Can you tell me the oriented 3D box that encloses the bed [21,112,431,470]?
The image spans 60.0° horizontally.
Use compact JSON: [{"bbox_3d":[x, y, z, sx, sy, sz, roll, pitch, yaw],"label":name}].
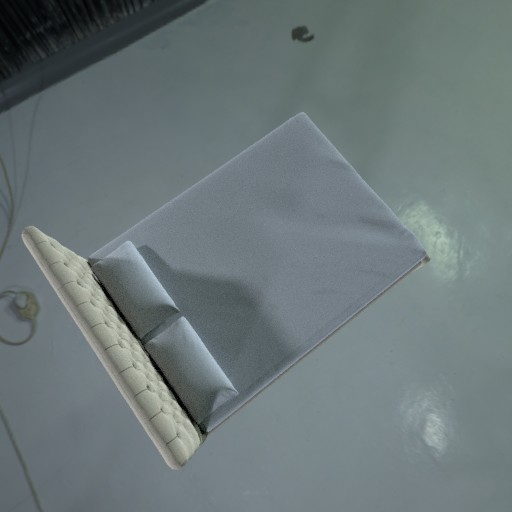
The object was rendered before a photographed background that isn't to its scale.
[{"bbox_3d":[0.000,0.000,3.378,2.387,1.427,1.698,-36,78,-9],"label":"bed"}]
